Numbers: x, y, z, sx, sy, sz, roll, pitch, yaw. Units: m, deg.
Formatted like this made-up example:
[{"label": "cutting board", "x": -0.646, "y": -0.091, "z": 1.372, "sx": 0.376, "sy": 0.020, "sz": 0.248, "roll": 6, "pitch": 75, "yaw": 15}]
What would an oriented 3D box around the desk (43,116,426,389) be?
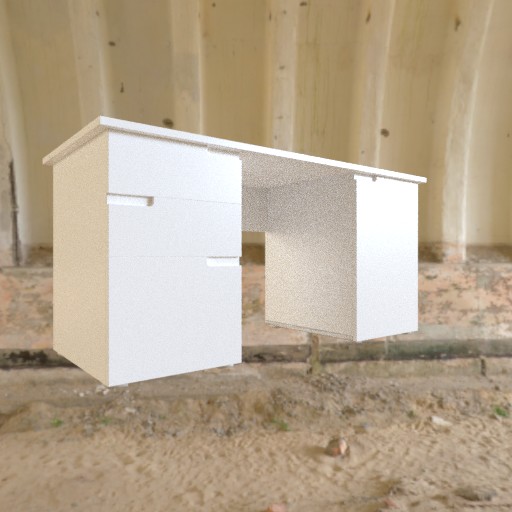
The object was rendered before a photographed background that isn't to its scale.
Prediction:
[{"label": "desk", "x": 0.000, "y": 0.000, "z": 1.942, "sx": 1.580, "sy": 0.760, "sz": 0.670, "roll": 0, "pitch": 0, "yaw": -38}]
